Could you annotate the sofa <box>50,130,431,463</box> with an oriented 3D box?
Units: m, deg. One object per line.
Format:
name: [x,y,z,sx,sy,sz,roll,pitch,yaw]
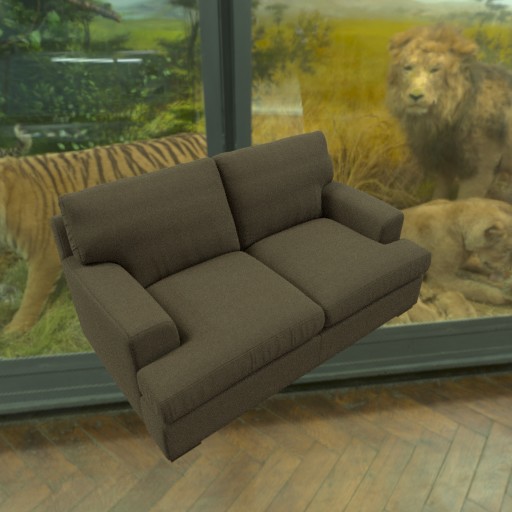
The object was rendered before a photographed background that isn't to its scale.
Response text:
sofa: [0.000,0.000,2.498,1.869,0.950,1.140,-23,39,-31]
